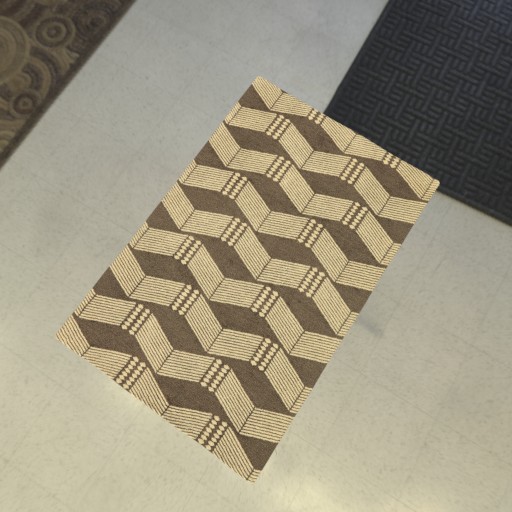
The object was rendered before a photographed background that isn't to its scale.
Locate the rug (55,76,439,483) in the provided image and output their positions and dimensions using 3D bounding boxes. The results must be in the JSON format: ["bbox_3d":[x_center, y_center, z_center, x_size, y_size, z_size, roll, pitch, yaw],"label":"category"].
[{"bbox_3d":[0.000,0.000,2.332,1.210,0.016,1.833,33,78,8],"label":"rug"}]
